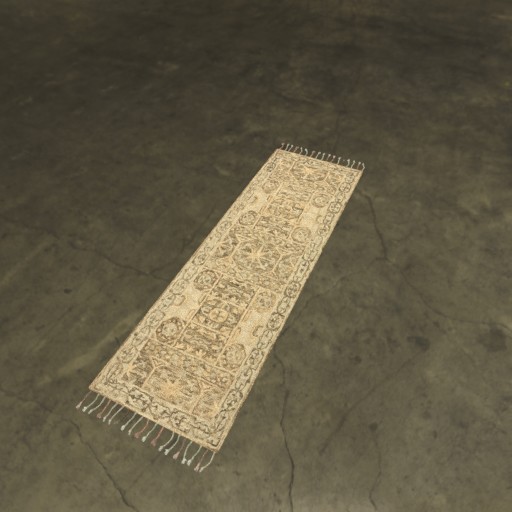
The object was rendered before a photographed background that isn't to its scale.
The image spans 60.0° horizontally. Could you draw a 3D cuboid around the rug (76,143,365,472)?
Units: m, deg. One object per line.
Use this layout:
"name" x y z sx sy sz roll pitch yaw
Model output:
"rug" 0.000 0.000 2.937 0.762 0.011 2.664 19 50 17
